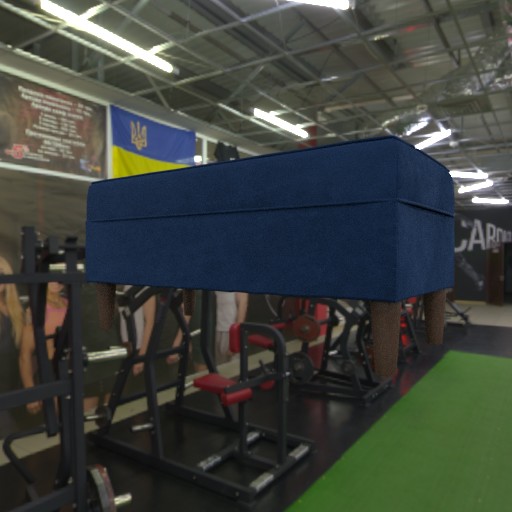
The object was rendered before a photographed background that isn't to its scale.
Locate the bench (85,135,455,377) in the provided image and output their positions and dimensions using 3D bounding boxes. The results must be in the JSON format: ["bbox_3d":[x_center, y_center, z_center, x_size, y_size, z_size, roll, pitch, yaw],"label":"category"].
[{"bbox_3d":[0.000,0.000,1.306,1.010,0.467,0.489,0,1,36],"label":"bench"}]
